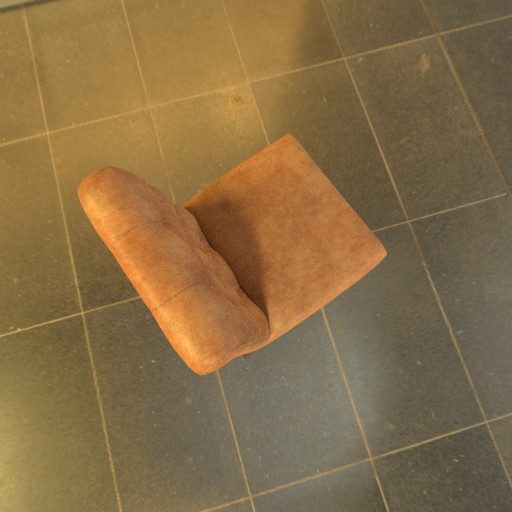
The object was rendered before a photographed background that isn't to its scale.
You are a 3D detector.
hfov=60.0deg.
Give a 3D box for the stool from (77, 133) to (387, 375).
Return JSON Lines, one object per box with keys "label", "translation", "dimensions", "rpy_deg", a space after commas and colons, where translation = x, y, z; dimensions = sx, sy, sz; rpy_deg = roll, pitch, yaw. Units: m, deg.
{"label": "stool", "translation": [0.000, 0.000, 1.373], "dimensions": [0.601, 1.047, 0.493], "rpy_deg": [-35, 79, -8]}
